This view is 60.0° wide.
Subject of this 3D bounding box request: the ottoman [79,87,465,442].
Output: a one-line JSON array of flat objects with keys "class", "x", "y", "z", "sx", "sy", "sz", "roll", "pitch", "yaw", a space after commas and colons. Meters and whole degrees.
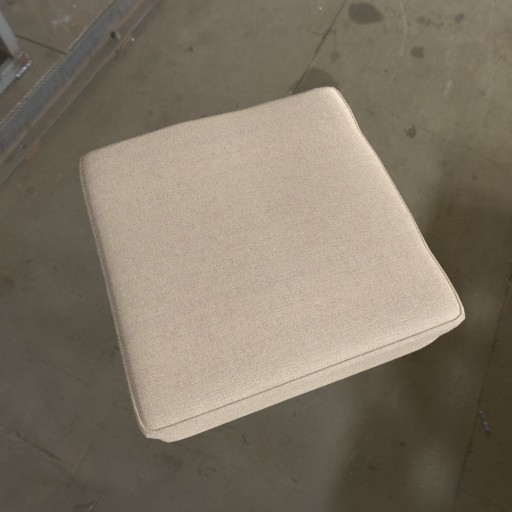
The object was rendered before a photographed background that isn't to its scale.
[{"class": "ottoman", "x": 0.000, "y": 0.000, "z": 1.351, "sx": 0.838, "sy": 0.481, "sz": 0.838, "roll": -18, "pitch": 67, "yaw": -8}]
